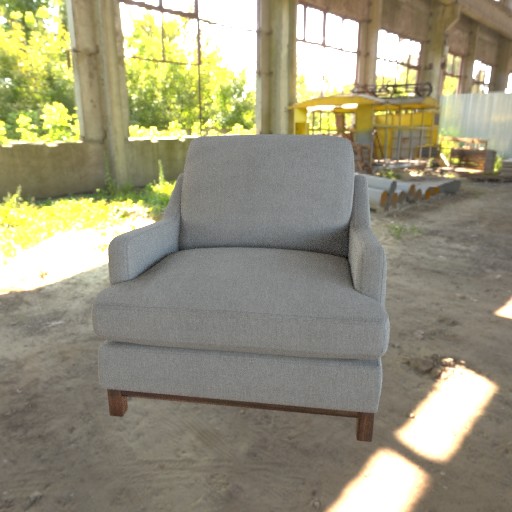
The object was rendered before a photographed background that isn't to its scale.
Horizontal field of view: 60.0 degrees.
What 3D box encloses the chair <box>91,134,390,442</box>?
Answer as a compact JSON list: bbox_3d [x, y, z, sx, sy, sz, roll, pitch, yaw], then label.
[{"bbox_3d":[0.000,0.000,1.563,0.826,0.821,0.892,2,16,8],"label":"chair"}]
